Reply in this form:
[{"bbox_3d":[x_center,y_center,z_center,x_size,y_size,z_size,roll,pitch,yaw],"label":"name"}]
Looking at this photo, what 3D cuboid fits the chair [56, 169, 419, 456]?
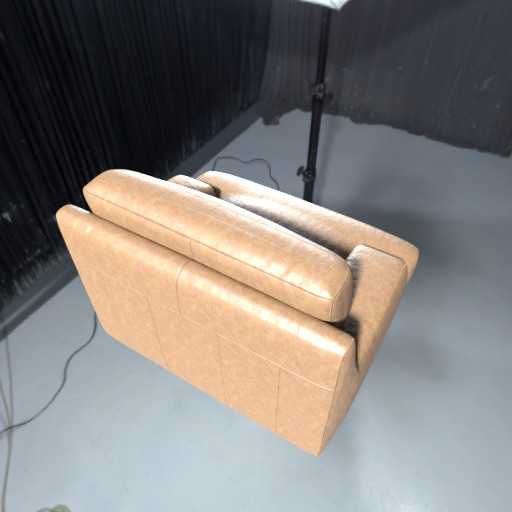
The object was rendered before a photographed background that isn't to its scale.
[{"bbox_3d":[0.000,0.000,2.007,1.276,0.978,1.050,24,51,21],"label":"chair"}]
